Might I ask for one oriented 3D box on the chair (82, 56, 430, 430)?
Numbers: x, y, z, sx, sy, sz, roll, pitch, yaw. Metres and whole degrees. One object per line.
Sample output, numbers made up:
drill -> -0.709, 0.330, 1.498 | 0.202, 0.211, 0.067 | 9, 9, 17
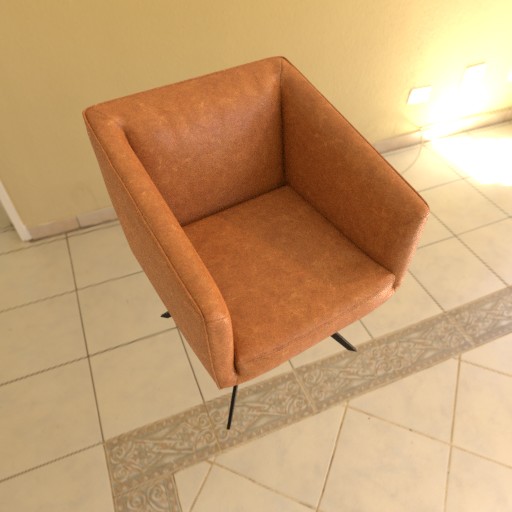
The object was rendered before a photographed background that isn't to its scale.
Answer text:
chair -> 0.000, 0.000, 1.224 | 0.588, 0.760, 0.625 | -25, 51, -22
